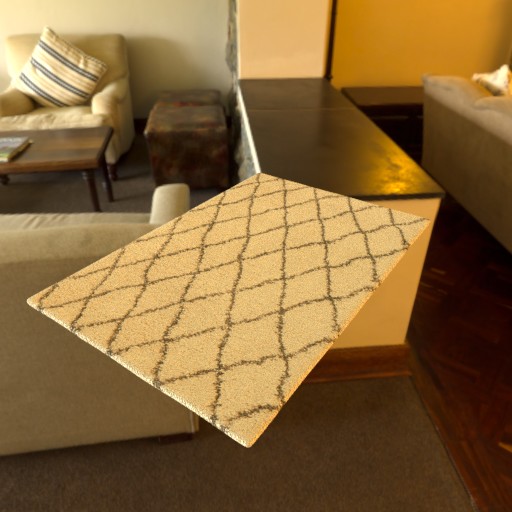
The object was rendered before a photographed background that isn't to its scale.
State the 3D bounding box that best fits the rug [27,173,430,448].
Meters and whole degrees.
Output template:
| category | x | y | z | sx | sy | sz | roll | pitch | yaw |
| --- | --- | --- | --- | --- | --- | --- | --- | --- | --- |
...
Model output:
| category | x | y | z | sx | sy | sz | roll | pitch | yaw |
| --- | --- | --- | --- | --- | --- | --- | --- | --- | --- |
| rug | 0.000 | 0.000 | 2.257 | 1.219 | 0.030 | 1.778 | 21 | 39 | 29 |
